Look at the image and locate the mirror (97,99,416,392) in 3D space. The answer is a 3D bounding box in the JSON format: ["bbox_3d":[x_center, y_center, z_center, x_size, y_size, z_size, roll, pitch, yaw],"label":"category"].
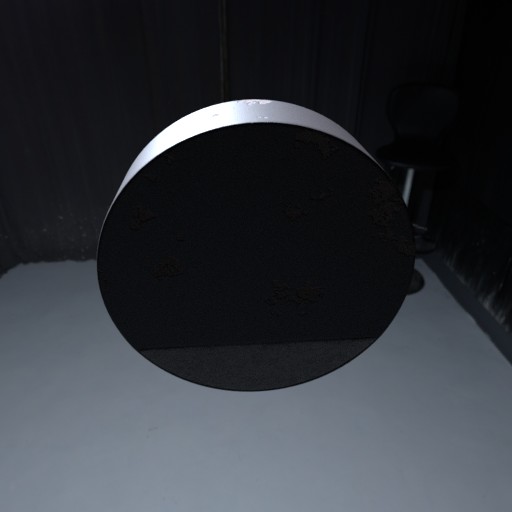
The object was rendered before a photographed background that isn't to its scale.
[{"bbox_3d":[0.000,0.000,0.594,0.386,0.386,0.126,-2,31,-4],"label":"mirror"}]
